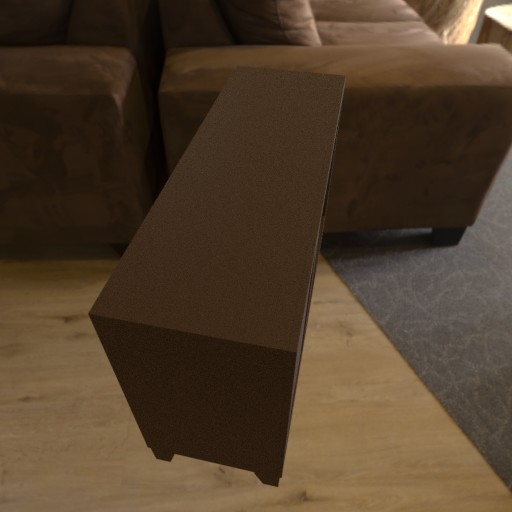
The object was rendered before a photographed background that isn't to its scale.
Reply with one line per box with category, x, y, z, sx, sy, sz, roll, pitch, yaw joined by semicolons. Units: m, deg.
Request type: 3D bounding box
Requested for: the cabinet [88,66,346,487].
cabinet;0.000;0.000;1.779;0.482;0.914;1.396;9;46;9
